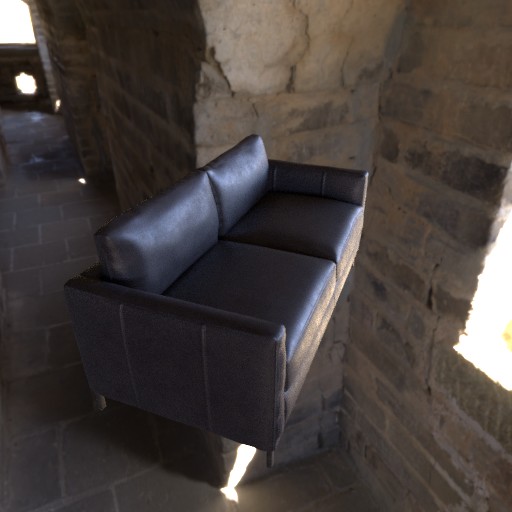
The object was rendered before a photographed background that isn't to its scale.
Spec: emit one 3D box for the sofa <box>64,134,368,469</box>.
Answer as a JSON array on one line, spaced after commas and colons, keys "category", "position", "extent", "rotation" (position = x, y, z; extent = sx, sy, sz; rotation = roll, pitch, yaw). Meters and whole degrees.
[{"category": "sofa", "position": [0.000, 0.000, 2.339], "extent": [0.947, 0.883, 1.805], "rotation": [10, 31, 17]}]
